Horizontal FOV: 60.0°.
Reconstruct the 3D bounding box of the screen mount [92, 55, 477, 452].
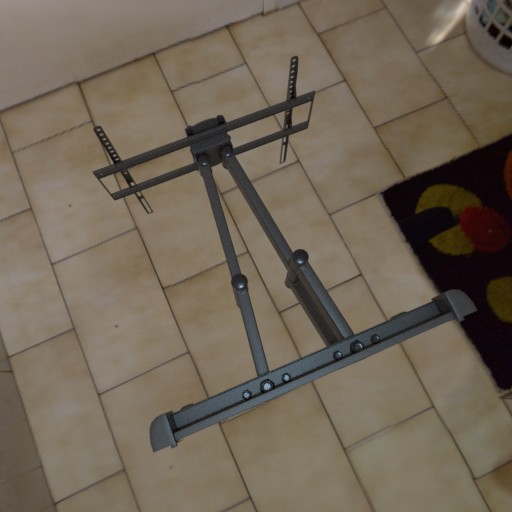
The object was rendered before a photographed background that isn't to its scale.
[{"bbox_3d":[0.000,0.000,0.943,0.571,0.424,0.556,-22,76,-6],"label":"screen mount"}]
